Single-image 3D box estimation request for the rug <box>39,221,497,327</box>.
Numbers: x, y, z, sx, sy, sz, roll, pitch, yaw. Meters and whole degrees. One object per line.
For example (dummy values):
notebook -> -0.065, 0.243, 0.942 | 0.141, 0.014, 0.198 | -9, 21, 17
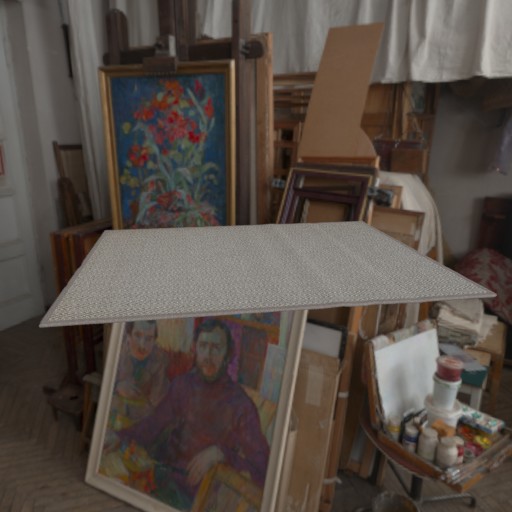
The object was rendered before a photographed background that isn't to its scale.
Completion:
rug -> 0.000, 0.000, 3.987 | 3.007, 0.032, 2.434 | -3, 17, -9
